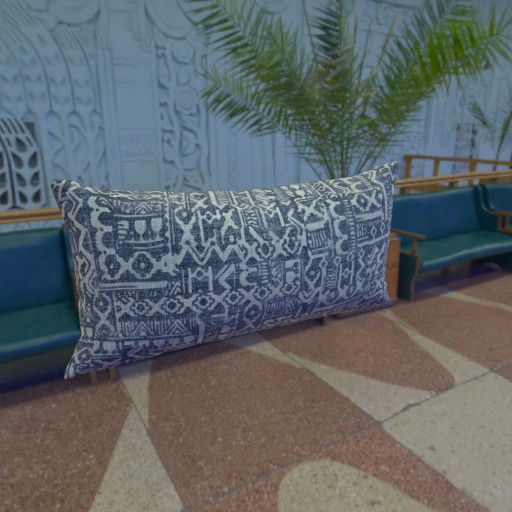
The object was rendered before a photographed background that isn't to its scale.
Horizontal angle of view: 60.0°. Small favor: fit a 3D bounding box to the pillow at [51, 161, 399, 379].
[{"bbox_3d":[0.000,0.000,0.746,0.631,0.292,0.148,-8,18,-26],"label":"pillow"}]
